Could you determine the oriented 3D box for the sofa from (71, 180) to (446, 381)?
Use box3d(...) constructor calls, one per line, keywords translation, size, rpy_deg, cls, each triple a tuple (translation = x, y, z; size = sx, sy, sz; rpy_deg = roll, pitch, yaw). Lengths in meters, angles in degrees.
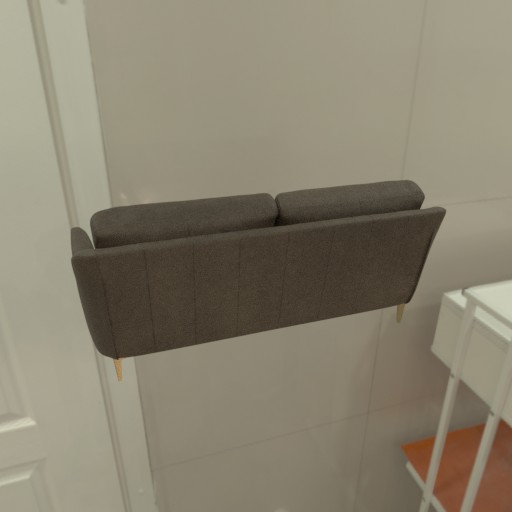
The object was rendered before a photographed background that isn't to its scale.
box3d(translation=(0.000, 0.000, 2.607), size=(2.036, 0.902, 0.960), rpy_deg=(-8, 26, -17), cls="sofa")
